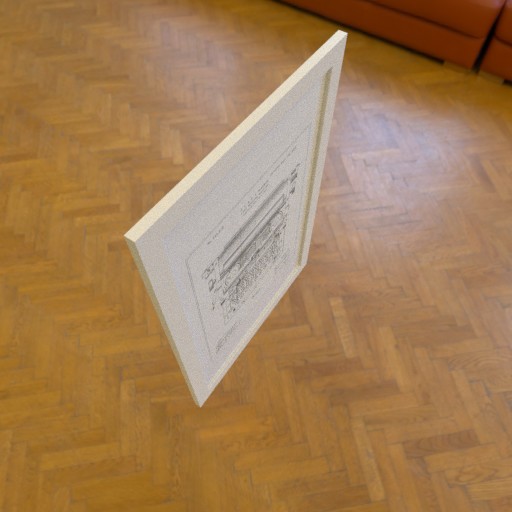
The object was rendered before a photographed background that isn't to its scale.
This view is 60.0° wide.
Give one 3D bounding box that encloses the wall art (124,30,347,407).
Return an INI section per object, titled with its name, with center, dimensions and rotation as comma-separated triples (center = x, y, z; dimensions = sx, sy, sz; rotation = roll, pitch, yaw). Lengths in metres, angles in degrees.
[wall art]
center = 0.000, 0.000, 0.684
dimensions = 0.013, 0.533, 0.381
rotation = 30, 62, 18
